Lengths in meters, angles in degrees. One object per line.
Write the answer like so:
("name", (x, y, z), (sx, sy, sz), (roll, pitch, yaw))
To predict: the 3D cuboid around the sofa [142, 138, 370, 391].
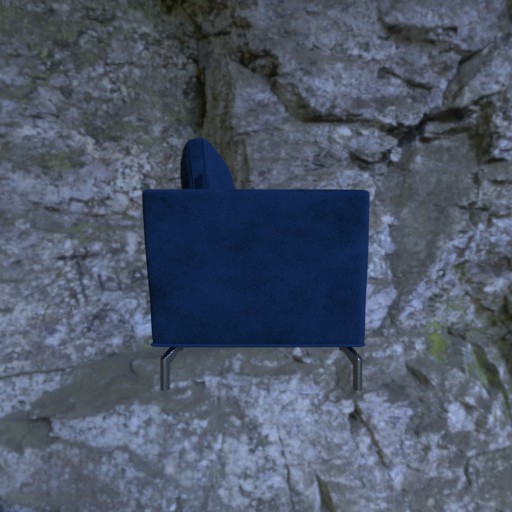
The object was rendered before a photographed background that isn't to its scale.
("sofa", (0.000, 0.000, 2.729), (0.853, 0.998, 2.212), (0, 0, 0))
